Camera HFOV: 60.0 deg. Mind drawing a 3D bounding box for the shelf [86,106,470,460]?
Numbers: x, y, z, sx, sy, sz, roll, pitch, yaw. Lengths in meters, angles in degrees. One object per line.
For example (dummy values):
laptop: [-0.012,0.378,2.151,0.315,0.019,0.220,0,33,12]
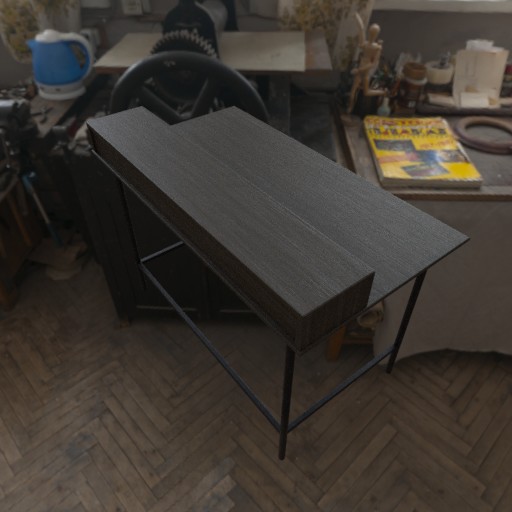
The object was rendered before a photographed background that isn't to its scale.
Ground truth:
shelf: [0.000,0.000,1.735,0.685,0.865,1.212,-27,48,-27]
